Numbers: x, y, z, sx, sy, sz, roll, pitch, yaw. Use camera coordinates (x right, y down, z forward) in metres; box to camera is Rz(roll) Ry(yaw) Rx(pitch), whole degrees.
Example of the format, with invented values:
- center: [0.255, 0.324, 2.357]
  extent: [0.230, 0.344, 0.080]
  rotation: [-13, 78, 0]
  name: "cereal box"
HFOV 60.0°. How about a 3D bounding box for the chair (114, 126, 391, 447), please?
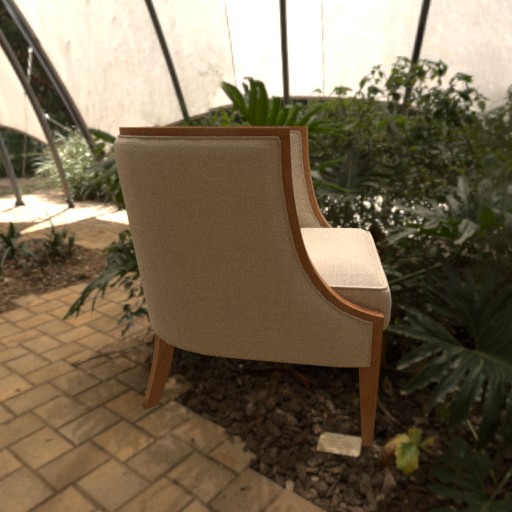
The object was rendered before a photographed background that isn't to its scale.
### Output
- center: [0.000, 0.000, 1.385]
  extent: [0.757, 0.775, 0.711]
  rotation: [3, 17, 9]
  name: "chair"
